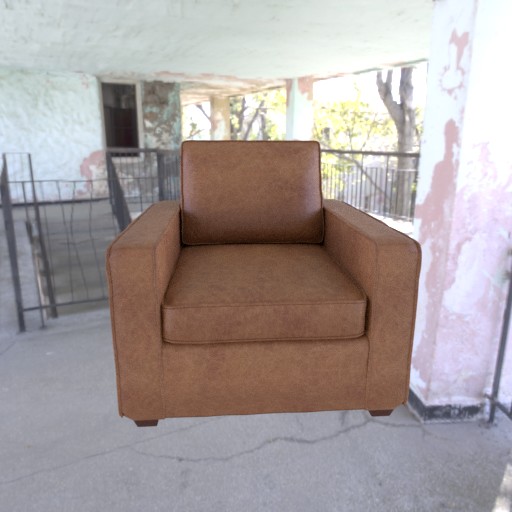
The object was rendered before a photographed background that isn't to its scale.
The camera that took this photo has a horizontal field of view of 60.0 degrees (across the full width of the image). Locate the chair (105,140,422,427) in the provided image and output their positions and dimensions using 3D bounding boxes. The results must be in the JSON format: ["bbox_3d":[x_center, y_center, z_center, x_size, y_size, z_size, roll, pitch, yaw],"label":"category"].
[{"bbox_3d":[0.000,0.000,1.785,0.987,0.901,1.027,-2,15,-7],"label":"chair"}]
